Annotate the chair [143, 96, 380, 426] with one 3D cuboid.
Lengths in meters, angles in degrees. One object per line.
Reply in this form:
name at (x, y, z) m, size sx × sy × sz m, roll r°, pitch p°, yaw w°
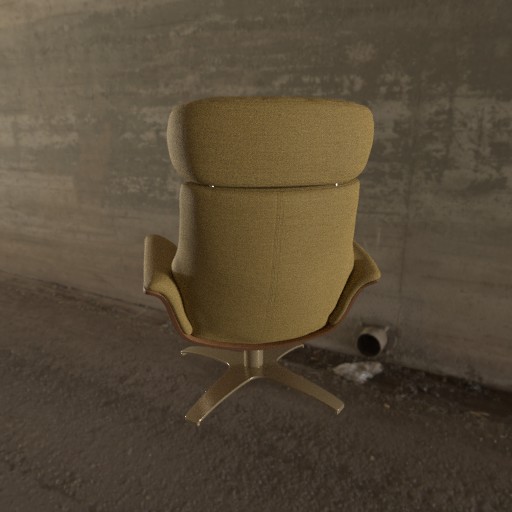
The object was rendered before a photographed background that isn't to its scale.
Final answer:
chair at (0.000, 0.000, 1.551) m, size 0.785 × 0.995 × 0.837 m, roll -2°, pitch 15°, yaw -8°
